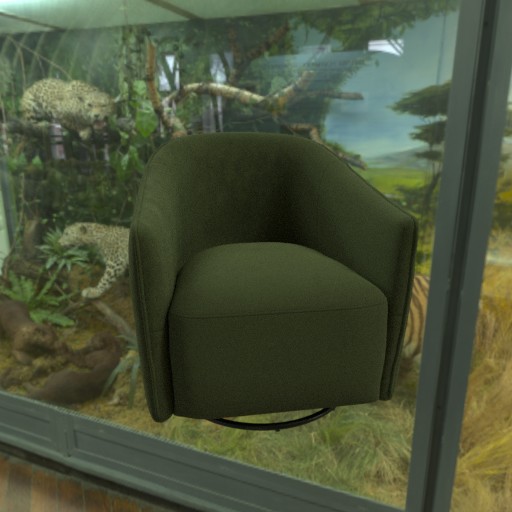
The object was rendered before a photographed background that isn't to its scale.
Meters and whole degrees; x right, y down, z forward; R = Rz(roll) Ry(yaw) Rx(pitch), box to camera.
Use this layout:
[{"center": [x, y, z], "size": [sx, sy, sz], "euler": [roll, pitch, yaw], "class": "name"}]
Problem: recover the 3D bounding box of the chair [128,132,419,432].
[{"center": [0.000, 0.000, 1.473], "size": [0.747, 0.799, 0.875], "euler": [-2, 15, -9], "class": "chair"}]
